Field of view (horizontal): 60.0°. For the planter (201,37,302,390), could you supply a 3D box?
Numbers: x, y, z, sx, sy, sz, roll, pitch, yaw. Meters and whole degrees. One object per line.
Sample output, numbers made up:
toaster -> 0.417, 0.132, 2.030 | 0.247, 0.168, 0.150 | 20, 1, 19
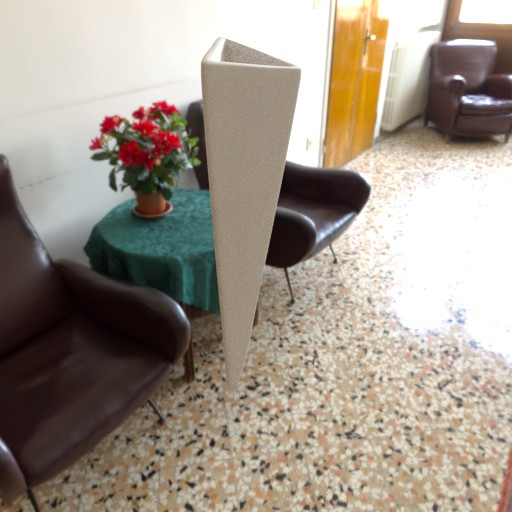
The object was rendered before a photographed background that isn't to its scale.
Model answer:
planter -> 0.000, 0.000, 0.393 | 0.065, 0.338, 0.143 | 0, 31, 0
